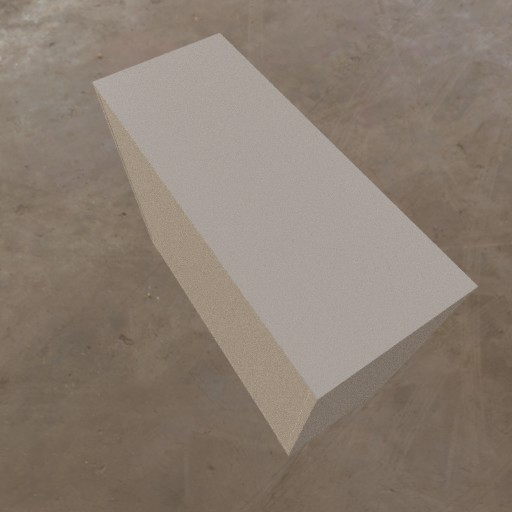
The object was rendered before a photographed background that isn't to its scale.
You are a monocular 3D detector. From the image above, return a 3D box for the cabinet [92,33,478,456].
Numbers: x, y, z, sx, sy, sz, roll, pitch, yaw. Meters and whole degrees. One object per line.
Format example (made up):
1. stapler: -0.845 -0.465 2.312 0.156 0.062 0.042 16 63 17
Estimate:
1. cabinet: 0.000 0.000 1.380 0.400 0.800 1.000 -29 64 -16
